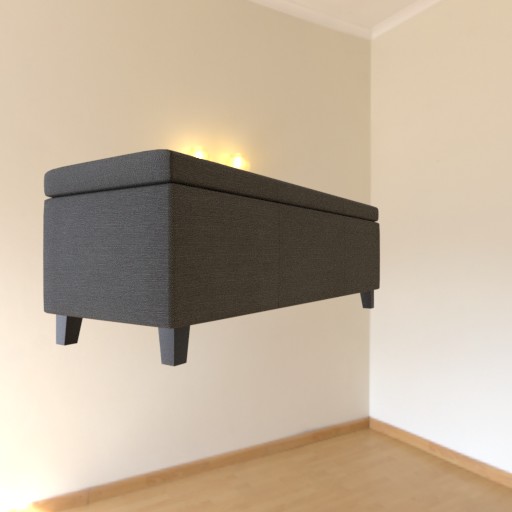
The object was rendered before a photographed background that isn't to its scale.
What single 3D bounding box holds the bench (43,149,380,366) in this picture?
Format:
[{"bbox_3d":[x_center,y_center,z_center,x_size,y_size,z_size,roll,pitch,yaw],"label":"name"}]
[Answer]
[{"bbox_3d":[0.000,0.000,1.485,0.446,0.438,1.269,0,0,34],"label":"bench"}]
